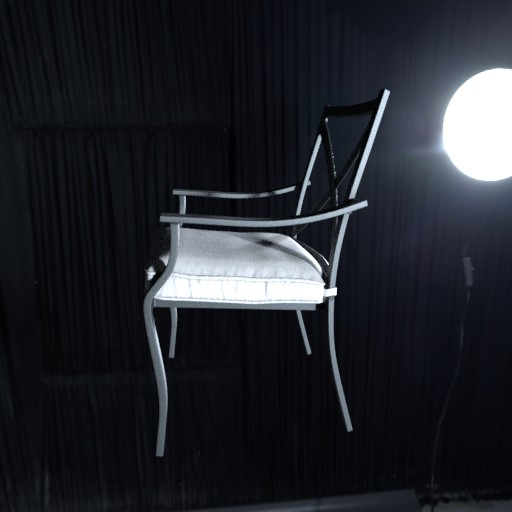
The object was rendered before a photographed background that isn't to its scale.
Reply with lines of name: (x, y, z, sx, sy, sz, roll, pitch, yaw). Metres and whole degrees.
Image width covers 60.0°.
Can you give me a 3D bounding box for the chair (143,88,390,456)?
chair: (0.000, 0.000, 1.313, 0.620, 0.889, 0.575, -2, 15, -7)
